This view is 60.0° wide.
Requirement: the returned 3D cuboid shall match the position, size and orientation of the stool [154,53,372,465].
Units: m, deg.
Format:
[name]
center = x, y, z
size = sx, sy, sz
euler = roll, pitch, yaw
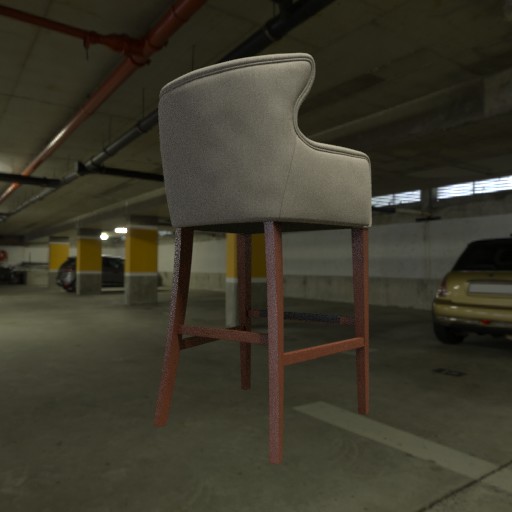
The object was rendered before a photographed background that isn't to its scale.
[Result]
[stool]
center = 0.000, 0.000, 1.421
size = 0.575, 1.047, 0.575
euler = -1, -2, 36
